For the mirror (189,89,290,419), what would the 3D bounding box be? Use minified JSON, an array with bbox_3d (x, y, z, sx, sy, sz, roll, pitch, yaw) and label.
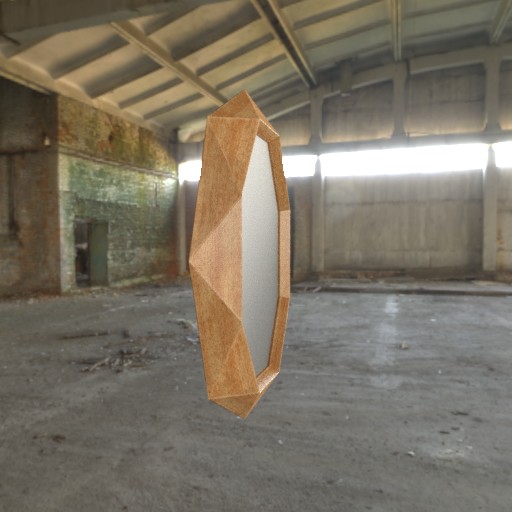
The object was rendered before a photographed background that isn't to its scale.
[{"bbox_3d":[0.000,0.000,1.032,0.070,0.774,0.577,1,2,18],"label":"mirror"}]
